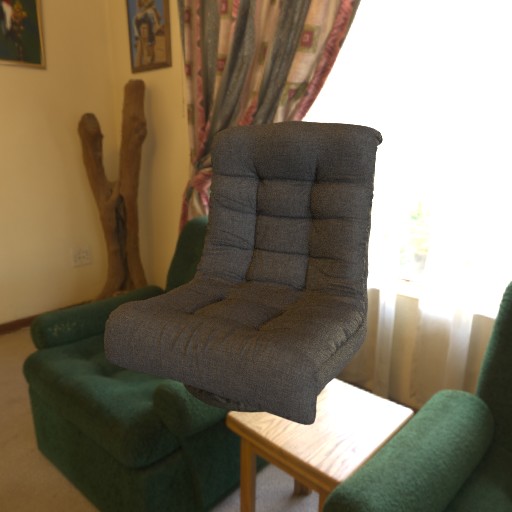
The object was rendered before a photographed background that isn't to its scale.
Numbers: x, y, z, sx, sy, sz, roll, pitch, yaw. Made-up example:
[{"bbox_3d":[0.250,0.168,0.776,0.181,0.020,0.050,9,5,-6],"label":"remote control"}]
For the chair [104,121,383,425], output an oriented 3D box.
[{"bbox_3d":[0.000,0.000,1.250,0.597,0.749,0.668,8,16,27],"label":"chair"}]
